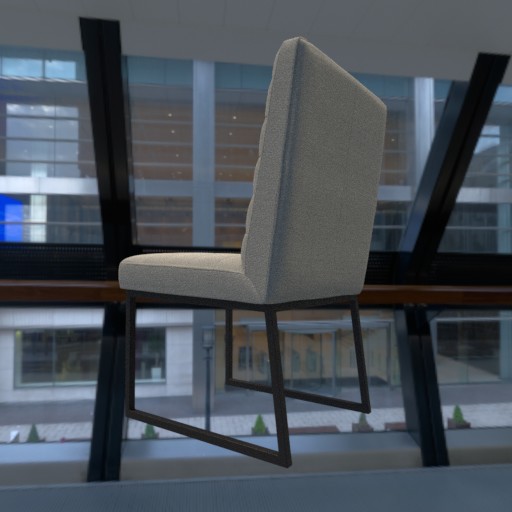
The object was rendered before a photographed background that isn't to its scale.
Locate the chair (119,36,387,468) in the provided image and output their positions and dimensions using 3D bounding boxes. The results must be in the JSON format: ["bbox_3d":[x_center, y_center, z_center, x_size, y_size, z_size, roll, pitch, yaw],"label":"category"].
[{"bbox_3d":[0.000,0.000,1.299,0.634,0.930,0.520,-1,-2,37],"label":"chair"}]
